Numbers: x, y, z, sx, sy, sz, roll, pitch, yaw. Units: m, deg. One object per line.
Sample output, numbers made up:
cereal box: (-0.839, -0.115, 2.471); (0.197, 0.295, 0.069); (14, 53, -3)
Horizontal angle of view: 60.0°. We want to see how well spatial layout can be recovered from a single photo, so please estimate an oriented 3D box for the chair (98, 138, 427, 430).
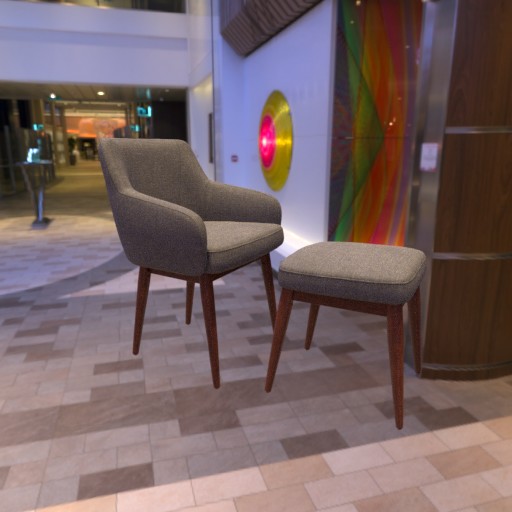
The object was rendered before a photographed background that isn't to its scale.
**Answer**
chair: (0.000, 0.000, 1.540); (1.107, 0.799, 0.584); (7, 15, 27)
